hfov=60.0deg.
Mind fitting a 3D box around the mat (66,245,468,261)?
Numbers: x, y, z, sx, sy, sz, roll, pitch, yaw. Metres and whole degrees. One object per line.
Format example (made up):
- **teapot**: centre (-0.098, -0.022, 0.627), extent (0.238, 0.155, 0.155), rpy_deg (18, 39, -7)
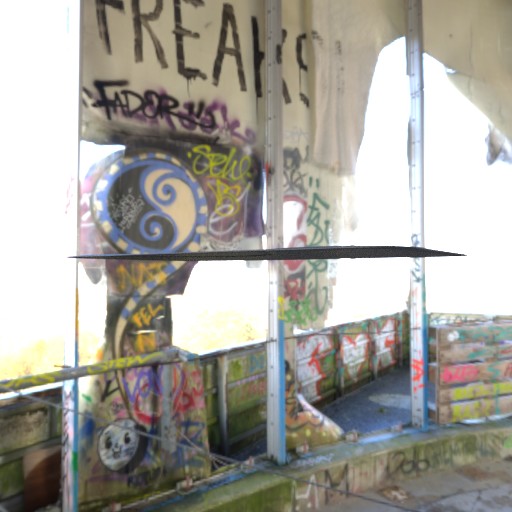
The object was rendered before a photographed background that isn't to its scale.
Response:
- **mat**: centre (0.000, 0.000, 1.860), extent (1.524, 0.013, 0.918), rpy_deg (-1, -2, 36)
